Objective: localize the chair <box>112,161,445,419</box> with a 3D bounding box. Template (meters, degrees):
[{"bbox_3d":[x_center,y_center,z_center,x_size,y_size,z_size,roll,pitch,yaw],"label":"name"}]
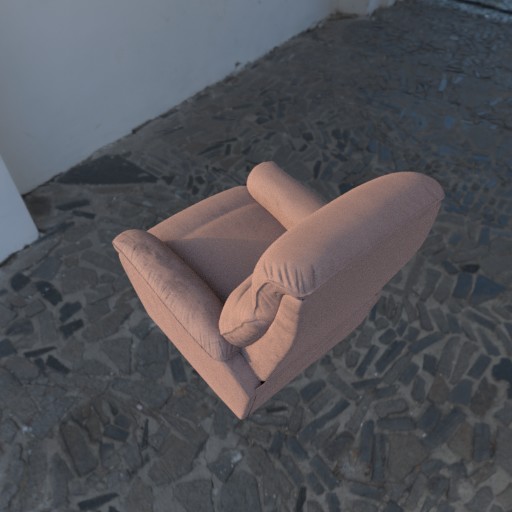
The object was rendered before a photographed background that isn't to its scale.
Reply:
[{"bbox_3d":[0.000,0.000,1.718,0.820,1.037,1.004,-32,54,-26],"label":"chair"}]
